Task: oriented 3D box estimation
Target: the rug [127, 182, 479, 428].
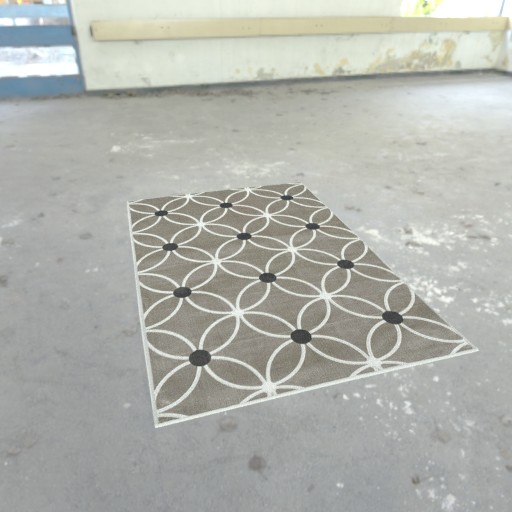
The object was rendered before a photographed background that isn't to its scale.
[{"bbox_3d":[0.000,0.000,2.846,1.522,0.008,2.284,-9,32,-14],"label":"rug"}]
